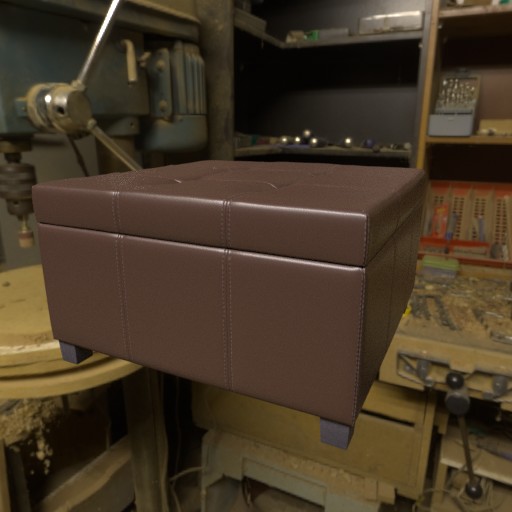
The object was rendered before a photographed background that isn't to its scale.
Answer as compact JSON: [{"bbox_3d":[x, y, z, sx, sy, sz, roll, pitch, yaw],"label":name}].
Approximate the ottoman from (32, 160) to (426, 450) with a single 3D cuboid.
[{"bbox_3d":[0.000,0.000,1.239,0.787,0.460,0.788,8,18,25],"label":"ottoman"}]
